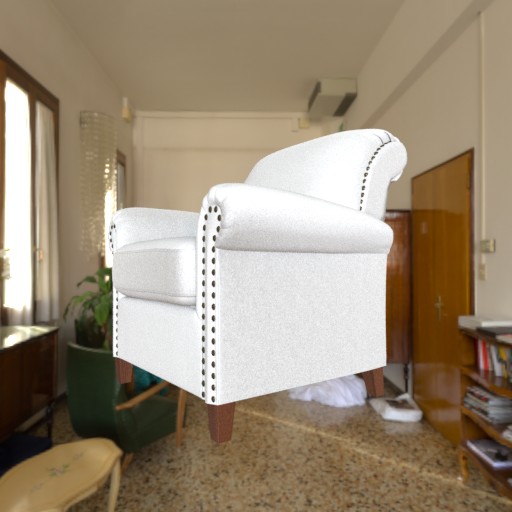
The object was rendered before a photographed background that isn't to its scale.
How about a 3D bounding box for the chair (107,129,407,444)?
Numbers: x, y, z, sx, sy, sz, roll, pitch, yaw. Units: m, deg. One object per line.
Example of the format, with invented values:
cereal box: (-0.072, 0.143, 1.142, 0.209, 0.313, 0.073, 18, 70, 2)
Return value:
chair: (0.000, 0.000, 1.593, 0.890, 0.927, 0.854, 0, -1, -37)
